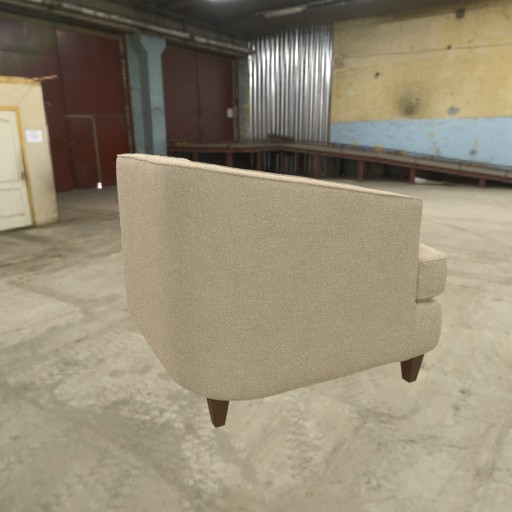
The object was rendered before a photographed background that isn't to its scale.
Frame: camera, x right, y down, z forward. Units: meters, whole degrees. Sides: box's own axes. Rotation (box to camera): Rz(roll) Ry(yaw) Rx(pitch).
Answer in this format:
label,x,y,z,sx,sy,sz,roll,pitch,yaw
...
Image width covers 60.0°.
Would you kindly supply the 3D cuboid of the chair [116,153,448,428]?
label,x,y,z,sx,sy,sz,roll,pitch,yaw
chair,0.000,0.000,1.740,0.914,0.787,1.118,-8,17,-27
